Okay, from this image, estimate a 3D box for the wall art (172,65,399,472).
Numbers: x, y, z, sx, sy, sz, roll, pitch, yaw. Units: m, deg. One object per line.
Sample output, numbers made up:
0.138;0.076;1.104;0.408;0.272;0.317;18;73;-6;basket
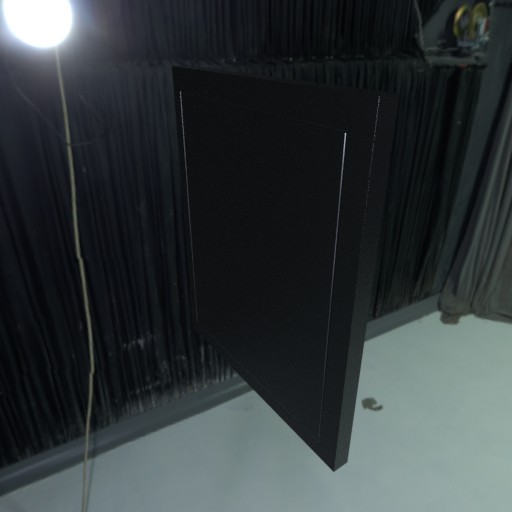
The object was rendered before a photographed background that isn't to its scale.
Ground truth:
0.000;0.000;0.739;0.031;0.558;0.461;-18;32;-31;wall art
